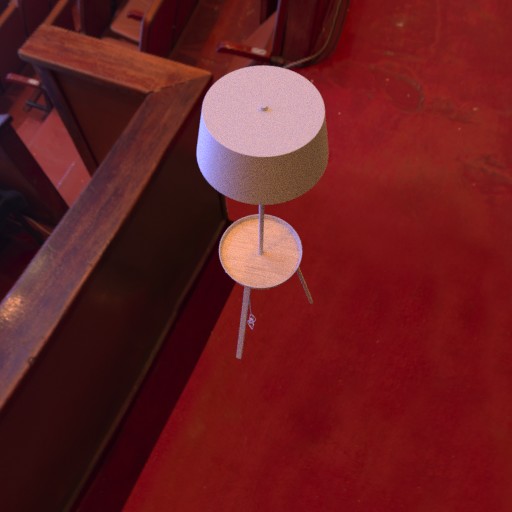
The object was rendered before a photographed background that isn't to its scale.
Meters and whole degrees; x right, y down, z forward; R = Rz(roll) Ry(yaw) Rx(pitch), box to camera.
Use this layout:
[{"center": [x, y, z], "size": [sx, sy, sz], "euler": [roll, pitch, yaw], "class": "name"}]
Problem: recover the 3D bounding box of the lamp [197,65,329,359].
[{"center": [0.000, 0.000, 1.693], "size": [0.508, 1.429, 0.468], "euler": [19, 65, 9], "class": "lamp"}]
